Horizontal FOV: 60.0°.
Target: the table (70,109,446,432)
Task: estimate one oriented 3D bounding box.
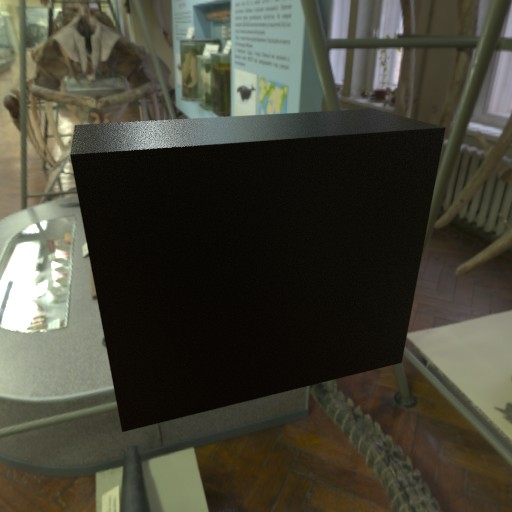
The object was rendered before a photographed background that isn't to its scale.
[{"bbox_3d":[0.000,0.000,1.376,0.930,0.790,0.380,-9,28,-17],"label":"table"}]
